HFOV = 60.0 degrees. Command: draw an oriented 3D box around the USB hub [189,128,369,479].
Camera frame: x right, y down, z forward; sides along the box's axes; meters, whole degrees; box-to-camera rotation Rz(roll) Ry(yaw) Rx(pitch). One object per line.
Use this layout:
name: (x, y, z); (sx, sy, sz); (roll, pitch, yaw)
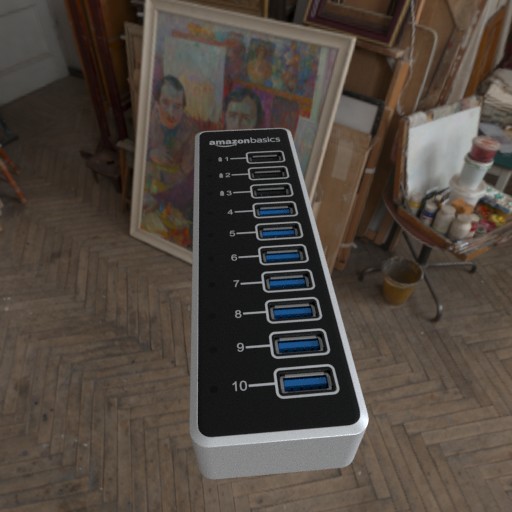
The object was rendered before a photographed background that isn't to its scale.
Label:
USB hub: (0.000, 0.000, 0.163); (0.044, 0.023, 0.145); (-4, 46, -3)
